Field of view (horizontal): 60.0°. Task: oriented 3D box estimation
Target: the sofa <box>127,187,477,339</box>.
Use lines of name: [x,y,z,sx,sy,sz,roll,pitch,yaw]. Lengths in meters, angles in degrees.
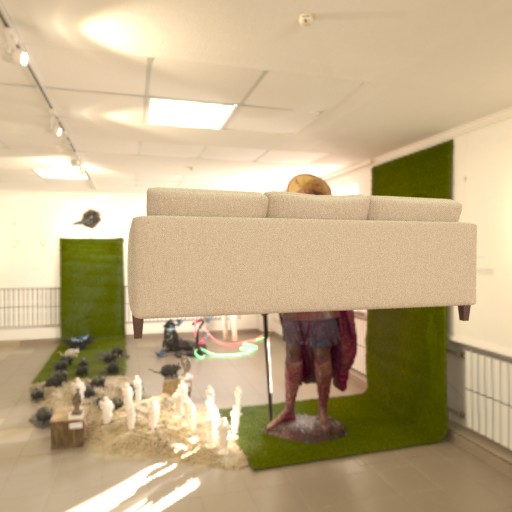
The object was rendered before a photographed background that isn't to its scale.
sofa: [0.000,0.000,4.512,2.522,0.934,3.333,0,1,-16]
